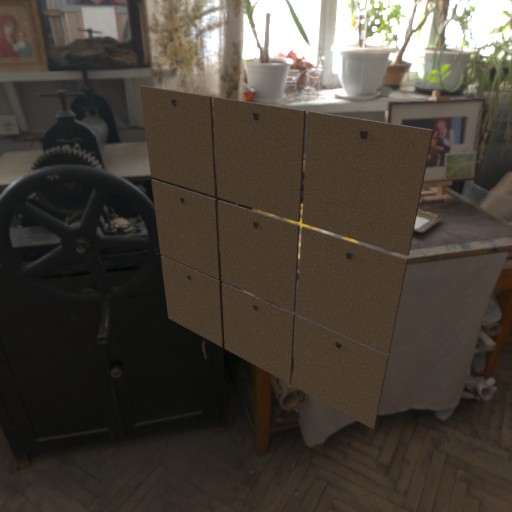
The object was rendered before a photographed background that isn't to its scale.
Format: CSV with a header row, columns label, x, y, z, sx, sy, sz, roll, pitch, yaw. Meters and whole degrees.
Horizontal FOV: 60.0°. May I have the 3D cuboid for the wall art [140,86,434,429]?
label,x,y,z,sx,sy,sz,roll,pitch,yaw
wall art,0.000,0.000,2.313,1.533,1.532,0.019,21,36,32
